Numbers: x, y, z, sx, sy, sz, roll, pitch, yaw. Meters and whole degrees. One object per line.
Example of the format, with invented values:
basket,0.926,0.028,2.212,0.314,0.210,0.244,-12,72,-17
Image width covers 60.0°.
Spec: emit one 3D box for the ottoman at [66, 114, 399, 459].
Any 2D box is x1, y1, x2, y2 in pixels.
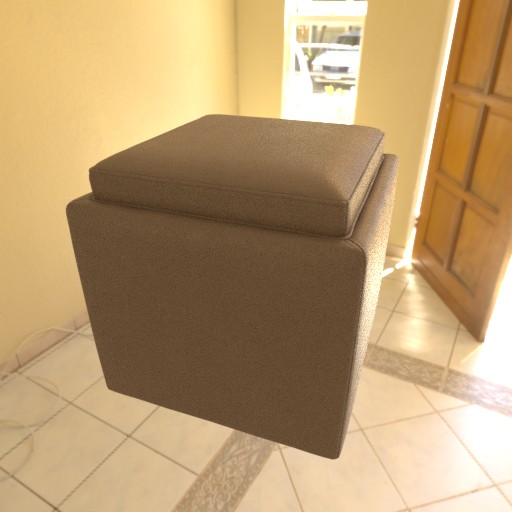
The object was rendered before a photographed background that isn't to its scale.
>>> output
ottoman,0.000,0.000,0.830,0.450,0.460,0.451,10,30,18
